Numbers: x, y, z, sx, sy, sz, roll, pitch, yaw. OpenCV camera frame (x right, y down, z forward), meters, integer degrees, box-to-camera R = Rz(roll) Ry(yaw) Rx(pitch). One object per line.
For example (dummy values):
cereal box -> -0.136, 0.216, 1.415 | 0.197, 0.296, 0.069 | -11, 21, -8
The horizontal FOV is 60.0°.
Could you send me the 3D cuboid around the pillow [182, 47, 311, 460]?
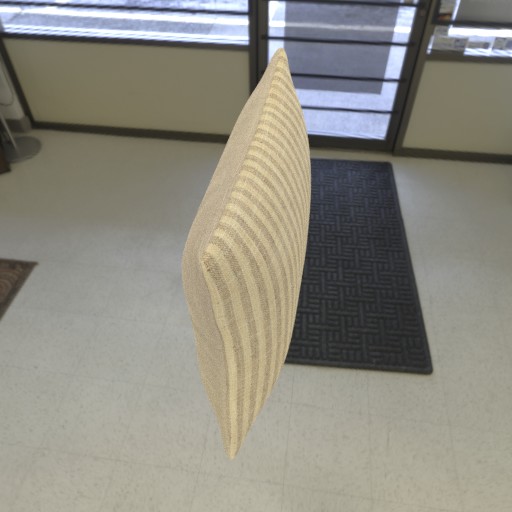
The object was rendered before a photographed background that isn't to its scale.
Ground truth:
pillow -> 0.000, 0.000, 0.774 | 0.166, 0.510, 0.523 | 8, 47, 7
